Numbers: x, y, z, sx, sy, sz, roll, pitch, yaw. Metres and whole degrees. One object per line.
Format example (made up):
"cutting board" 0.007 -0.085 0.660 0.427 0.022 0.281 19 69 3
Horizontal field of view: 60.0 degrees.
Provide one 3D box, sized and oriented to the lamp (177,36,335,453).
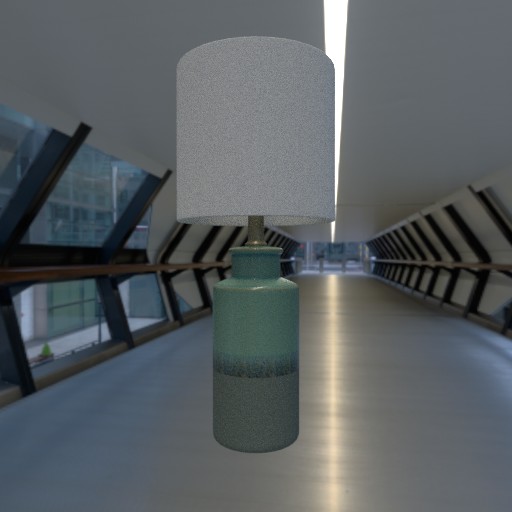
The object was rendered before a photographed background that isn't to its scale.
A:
"lamp" 0.000 0.000 0.603 0.212 0.493 0.212 0 1 -36
